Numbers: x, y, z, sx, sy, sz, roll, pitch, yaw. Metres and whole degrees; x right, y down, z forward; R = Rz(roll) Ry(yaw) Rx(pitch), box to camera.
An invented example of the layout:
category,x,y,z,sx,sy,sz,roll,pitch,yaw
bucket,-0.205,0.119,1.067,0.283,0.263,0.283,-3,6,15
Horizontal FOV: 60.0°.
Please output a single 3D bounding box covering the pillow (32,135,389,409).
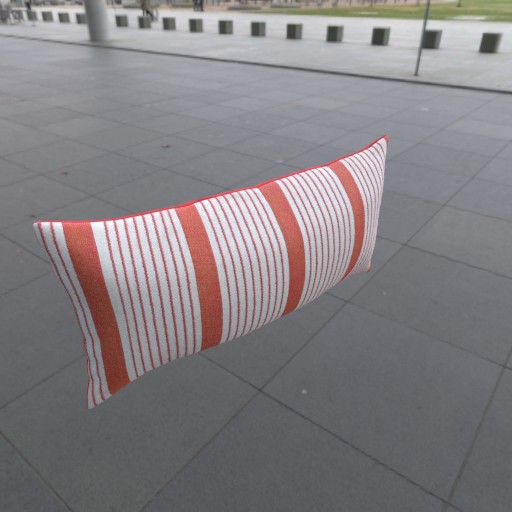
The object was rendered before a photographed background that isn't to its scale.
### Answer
category,x,y,z,sx,sy,sz,roll,pitch,yaw
pillow,0.000,0.000,0.716,0.608,0.297,0.151,-21,37,-31
